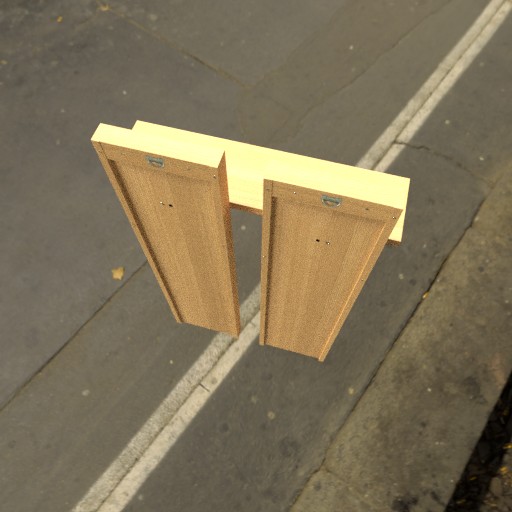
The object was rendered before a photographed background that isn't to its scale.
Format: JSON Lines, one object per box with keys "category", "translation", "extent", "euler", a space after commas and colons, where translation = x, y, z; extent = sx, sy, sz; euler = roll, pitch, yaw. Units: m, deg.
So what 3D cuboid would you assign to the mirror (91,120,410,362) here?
{"category": "mirror", "translation": [0.000, 0.000, 1.571], "extent": [0.800, 1.250, 0.260], "euler": [14, 63, 7]}
